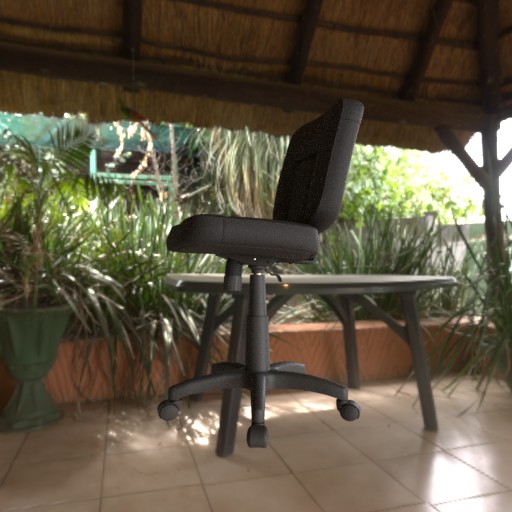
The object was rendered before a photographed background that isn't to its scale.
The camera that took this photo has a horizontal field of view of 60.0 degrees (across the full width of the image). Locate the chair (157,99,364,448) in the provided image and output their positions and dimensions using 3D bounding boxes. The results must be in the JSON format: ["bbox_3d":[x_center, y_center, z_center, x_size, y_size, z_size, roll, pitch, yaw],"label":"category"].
[{"bbox_3d":[0.000,0.000,1.407,0.610,0.972,0.610,0,-1,-18],"label":"chair"}]
